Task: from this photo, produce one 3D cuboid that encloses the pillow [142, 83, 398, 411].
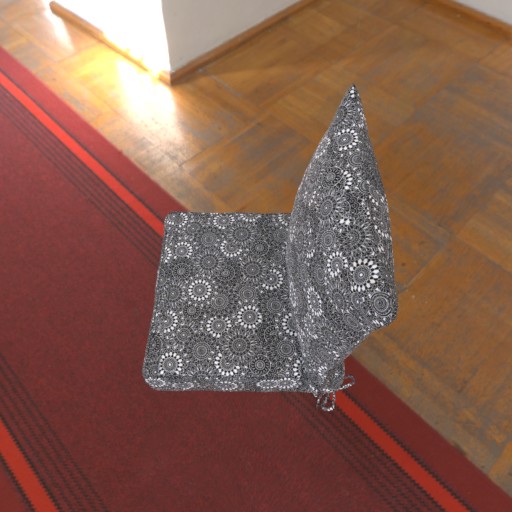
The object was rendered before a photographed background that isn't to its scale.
[{"bbox_3d":[0.000,0.000,1.406,0.740,0.722,0.798,1,58,0],"label":"pillow"}]
